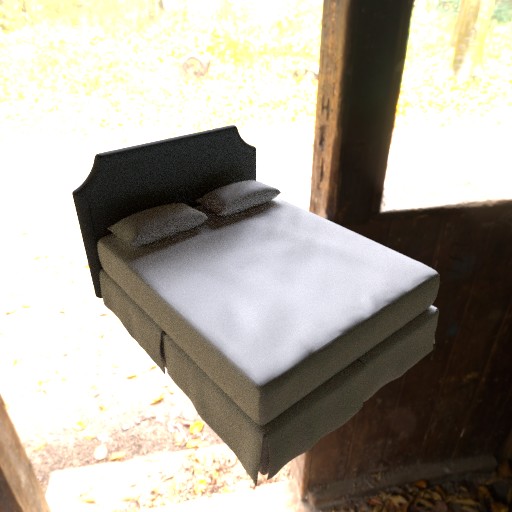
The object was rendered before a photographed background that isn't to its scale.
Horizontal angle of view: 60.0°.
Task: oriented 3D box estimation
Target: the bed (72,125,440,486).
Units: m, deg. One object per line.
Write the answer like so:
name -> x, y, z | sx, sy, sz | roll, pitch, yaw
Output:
bed -> 0.000, 0.000, 3.327 | 1.811, 1.296, 2.259 | -23, 38, -33
